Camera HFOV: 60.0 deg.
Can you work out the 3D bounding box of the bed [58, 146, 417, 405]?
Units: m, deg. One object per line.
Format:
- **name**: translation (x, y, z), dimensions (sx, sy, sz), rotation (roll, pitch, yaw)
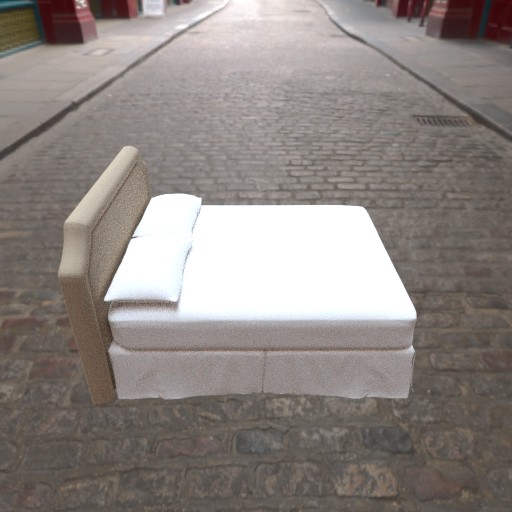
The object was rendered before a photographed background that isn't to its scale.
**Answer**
- **bed**: translation (0.000, 0.000, 3.412), dimensions (2.204, 1.301, 1.828), rotation (0, 32, 0)
